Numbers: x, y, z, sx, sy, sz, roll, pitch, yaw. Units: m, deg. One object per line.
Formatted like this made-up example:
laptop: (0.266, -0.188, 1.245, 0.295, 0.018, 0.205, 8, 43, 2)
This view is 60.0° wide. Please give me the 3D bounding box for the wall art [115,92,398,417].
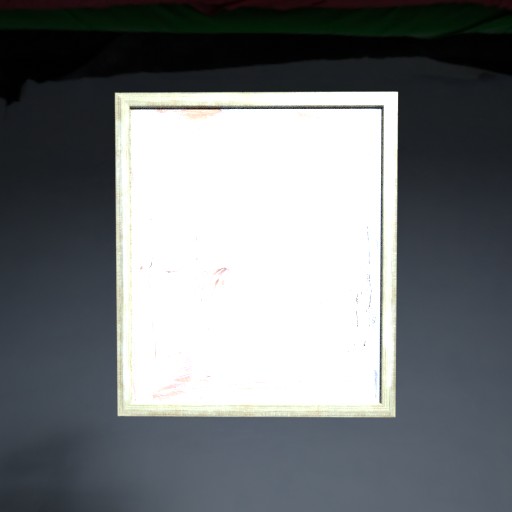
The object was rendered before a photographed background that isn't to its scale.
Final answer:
wall art: (0.000, 0.000, 0.766, 0.483, 0.559, 0.009, 0, 1, 1)
